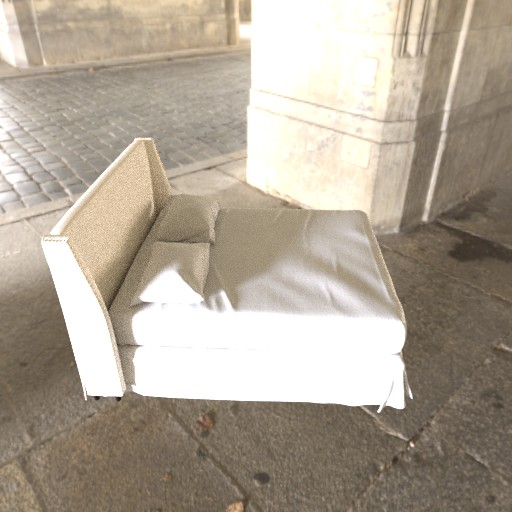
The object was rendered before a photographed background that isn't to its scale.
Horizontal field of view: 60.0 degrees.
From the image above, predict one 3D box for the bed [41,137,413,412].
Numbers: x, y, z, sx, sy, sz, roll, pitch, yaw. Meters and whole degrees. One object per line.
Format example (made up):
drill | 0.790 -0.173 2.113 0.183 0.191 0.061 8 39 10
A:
bed | 0.000 0.000 3.498 2.276 1.332 1.925 2 32 3
